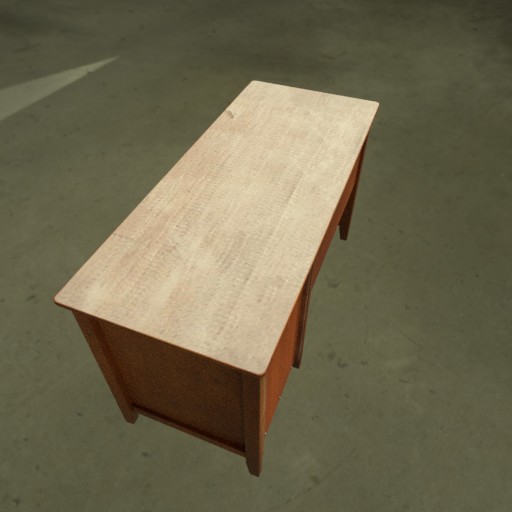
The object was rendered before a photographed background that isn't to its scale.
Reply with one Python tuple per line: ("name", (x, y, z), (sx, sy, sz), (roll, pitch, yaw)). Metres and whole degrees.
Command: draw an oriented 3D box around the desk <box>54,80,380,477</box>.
("desk", (0.000, 0.000, 1.747), (0.574, 0.756, 1.353), (16, 48, 15))
